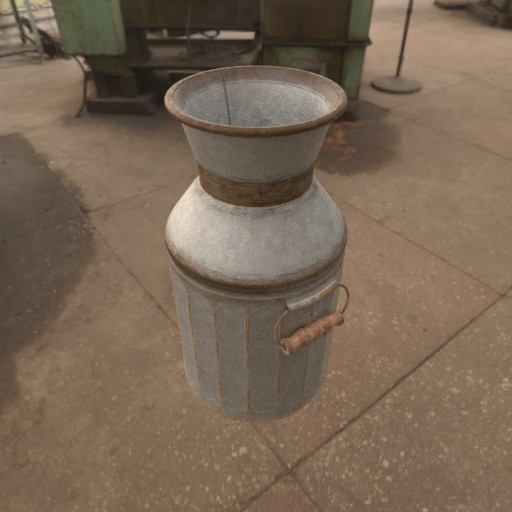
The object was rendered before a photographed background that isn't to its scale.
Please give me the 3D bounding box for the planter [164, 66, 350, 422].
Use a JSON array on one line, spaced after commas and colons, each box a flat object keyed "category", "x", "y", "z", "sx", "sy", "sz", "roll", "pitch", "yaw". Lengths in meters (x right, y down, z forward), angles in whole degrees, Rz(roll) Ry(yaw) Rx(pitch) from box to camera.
[{"category": "planter", "x": 0.000, "y": 0.000, "z": 0.540, "sx": 0.214, "sy": 0.396, "sz": 0.245, "roll": -24, "pitch": 45, "yaw": -26}]
